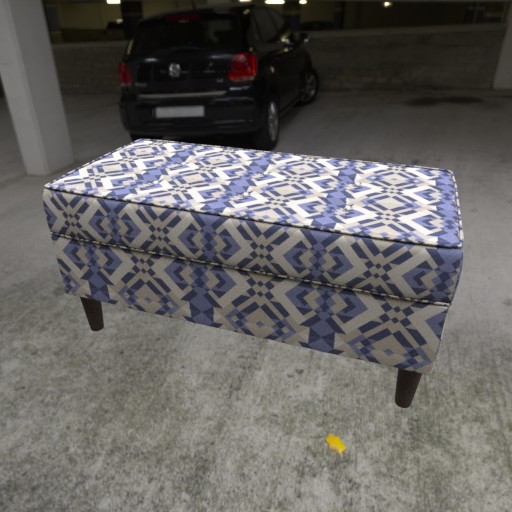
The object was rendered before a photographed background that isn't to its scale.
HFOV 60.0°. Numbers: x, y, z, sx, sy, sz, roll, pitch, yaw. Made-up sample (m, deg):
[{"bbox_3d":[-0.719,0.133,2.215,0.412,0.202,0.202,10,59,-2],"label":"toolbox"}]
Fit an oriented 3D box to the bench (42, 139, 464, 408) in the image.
[{"bbox_3d":[0.000,0.000,1.282,1.016,0.477,0.492,10,32,16],"label":"bench"}]
